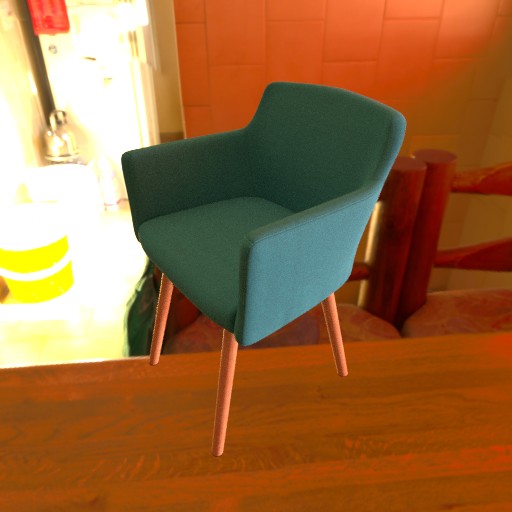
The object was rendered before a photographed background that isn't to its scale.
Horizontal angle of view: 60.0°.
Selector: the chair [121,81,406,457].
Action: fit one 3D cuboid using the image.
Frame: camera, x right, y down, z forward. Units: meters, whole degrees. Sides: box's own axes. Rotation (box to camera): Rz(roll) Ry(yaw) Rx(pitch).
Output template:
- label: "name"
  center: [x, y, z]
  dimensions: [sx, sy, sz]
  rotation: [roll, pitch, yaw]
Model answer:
- label: "chair"
  center: [0.000, 0.000, 1.159]
  dimensions: [0.540, 0.780, 0.570]
  rotation: [-21, 38, -30]
